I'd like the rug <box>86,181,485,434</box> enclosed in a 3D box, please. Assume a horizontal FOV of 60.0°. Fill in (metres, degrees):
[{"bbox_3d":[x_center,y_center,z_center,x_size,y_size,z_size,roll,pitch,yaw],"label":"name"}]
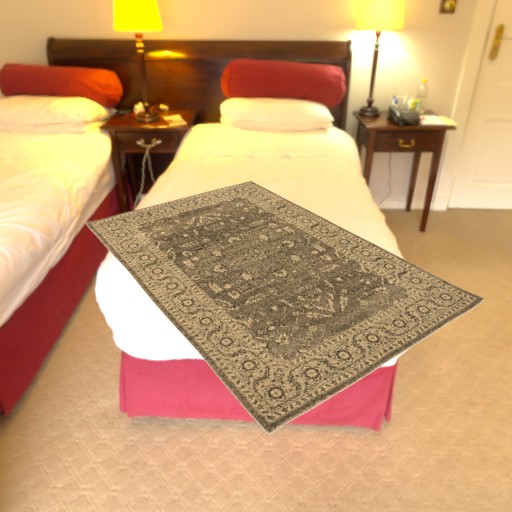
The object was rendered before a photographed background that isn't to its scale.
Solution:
[{"bbox_3d":[0.000,0.000,2.311,1.209,0.019,1.828,-20,36,-30],"label":"rug"}]
